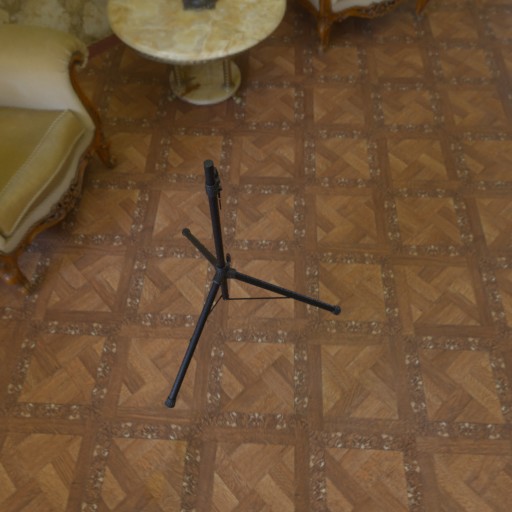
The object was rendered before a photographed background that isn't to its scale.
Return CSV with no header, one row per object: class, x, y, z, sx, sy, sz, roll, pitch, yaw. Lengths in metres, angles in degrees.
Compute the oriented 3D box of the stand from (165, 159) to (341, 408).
stand,0.000,0.000,1.919,0.907,1.136,1.045,1,58,1
